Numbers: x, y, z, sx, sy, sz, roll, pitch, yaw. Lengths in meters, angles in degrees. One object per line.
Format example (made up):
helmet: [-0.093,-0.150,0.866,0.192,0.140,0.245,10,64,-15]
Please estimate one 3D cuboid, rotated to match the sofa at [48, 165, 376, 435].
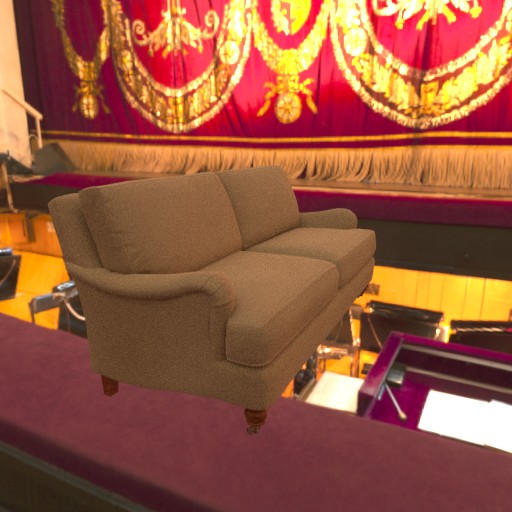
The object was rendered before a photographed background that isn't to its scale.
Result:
sofa: [0.000,0.000,2.667,1.091,0.997,2.070,7,16,25]
